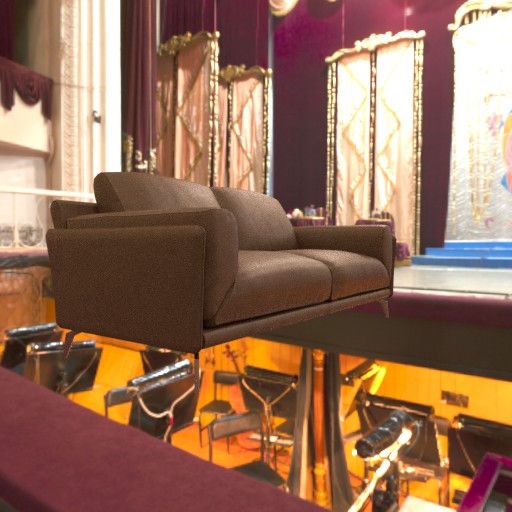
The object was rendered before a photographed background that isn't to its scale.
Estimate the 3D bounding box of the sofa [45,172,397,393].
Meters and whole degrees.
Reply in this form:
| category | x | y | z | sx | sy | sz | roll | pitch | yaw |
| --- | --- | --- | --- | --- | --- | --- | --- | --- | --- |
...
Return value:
| category | x | y | z | sx | sy | sz | roll | pitch | yaw |
| --- | --- | --- | --- | --- | --- | --- | --- | --- | --- |
| sofa | 0.000 | 0.000 | 2.670 | 1.049 | 0.930 | 2.101 | 1 | 2 | 36 |
